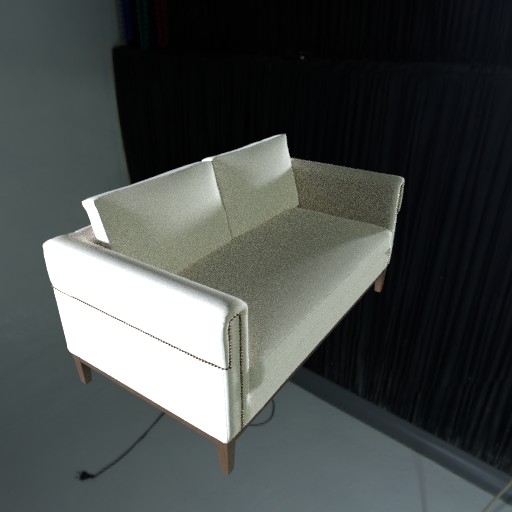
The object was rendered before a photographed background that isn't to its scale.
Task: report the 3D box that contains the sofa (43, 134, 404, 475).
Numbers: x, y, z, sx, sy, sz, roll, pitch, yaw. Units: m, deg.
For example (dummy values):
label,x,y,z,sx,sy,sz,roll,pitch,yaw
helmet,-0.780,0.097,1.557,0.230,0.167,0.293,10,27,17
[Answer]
label,x,y,z,sx,sy,sz,roll,pitch,yaw
sofa,0.000,0.000,2.131,0.905,0.873,1.598,17,32,30
